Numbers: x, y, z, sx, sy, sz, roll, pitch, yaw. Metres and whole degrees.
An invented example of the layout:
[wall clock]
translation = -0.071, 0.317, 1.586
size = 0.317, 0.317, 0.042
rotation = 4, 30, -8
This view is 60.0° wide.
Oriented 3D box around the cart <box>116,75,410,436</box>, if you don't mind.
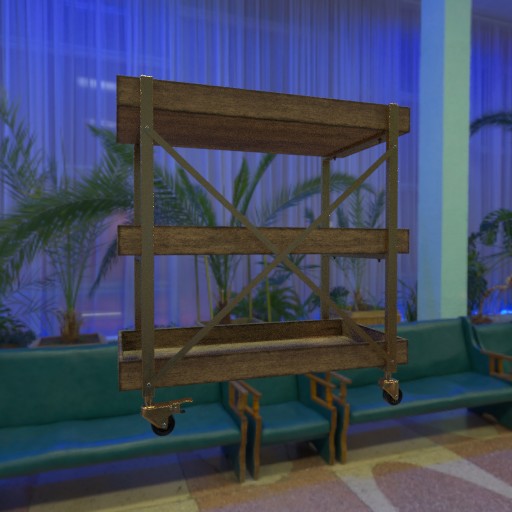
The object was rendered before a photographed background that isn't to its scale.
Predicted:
[cart]
translation = 0.000, 0.000, 1.256
size = 0.750, 0.799, 0.416
rotation = 0, 1, -18
